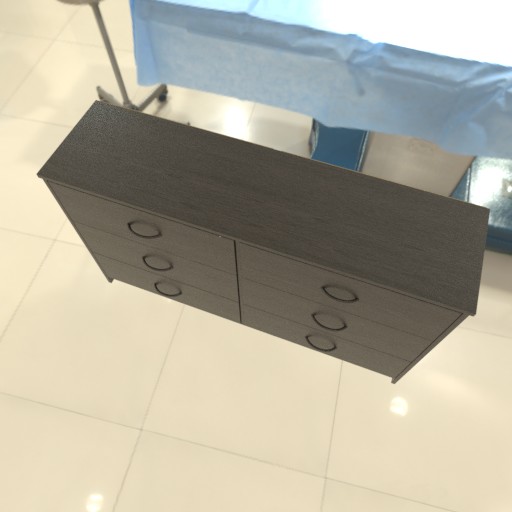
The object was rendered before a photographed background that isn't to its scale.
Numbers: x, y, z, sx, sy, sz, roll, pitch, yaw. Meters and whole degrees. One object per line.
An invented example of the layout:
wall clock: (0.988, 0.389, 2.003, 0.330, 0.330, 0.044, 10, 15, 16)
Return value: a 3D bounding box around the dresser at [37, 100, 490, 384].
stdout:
dresser: (0.000, 0.000, 1.689, 1.360, 0.755, 0.401, 18, 62, 10)
